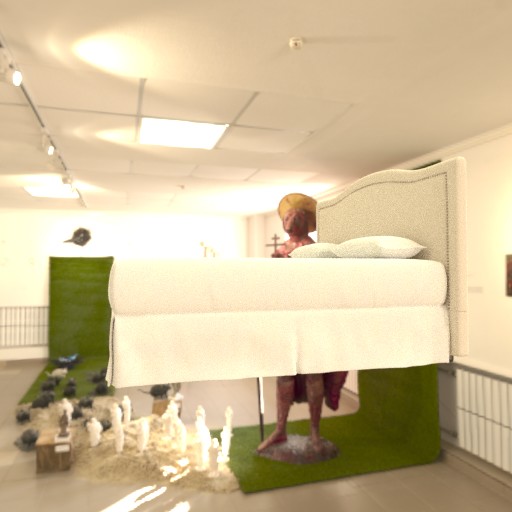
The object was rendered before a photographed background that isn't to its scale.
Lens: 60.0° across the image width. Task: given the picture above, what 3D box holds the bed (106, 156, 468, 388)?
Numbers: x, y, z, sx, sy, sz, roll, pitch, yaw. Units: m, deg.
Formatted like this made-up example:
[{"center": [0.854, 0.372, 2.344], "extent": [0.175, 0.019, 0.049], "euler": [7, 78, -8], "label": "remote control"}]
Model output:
[{"center": [0.000, 0.000, 3.465], "extent": [2.182, 1.421, 2.083], "euler": [1, -2, -17], "label": "bed"}]
